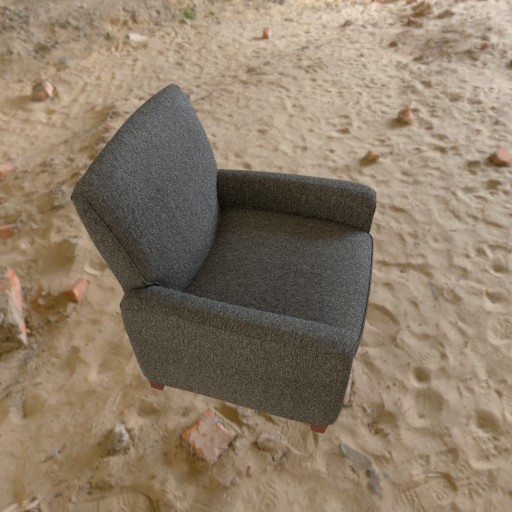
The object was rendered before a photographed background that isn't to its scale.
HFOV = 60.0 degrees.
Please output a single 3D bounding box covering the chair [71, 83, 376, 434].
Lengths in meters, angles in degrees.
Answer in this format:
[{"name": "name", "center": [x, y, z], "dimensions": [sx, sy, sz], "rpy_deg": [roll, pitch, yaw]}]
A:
[{"name": "chair", "center": [0.000, 0.000, 1.650], "dimensions": [0.864, 1.014, 0.848], "rpy_deg": [11, 47, 11]}]
